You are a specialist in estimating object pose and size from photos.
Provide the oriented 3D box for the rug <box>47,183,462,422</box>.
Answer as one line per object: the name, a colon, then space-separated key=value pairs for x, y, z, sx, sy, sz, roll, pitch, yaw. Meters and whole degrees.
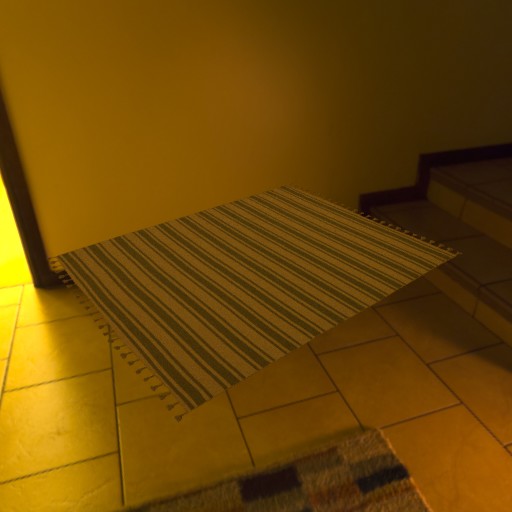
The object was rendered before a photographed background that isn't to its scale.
rug: x=0.000 y=0.000 z=4.253 sx=3.201 sy=0.005 sz=2.439 roll=-22 pitch=37 yaw=-33
